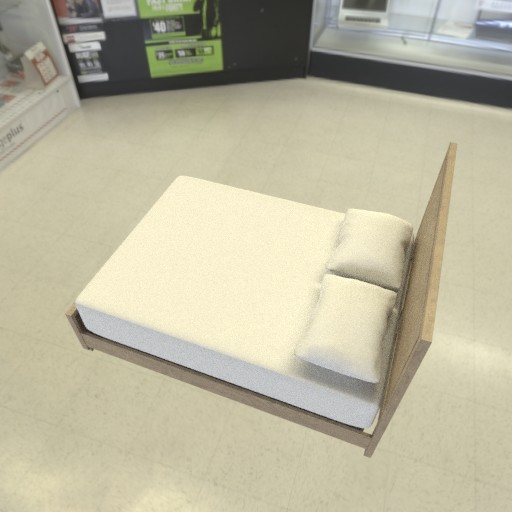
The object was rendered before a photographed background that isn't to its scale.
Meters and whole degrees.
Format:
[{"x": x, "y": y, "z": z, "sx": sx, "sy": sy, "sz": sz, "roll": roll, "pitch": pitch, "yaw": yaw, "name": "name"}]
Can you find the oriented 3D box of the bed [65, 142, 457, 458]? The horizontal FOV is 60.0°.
[{"x": 0.000, "y": 0.000, "z": 3.135, "sx": 2.189, "sy": 1.369, "sz": 1.606, "roll": 16, "pitch": 49, "yaw": 14, "name": "bed"}]
